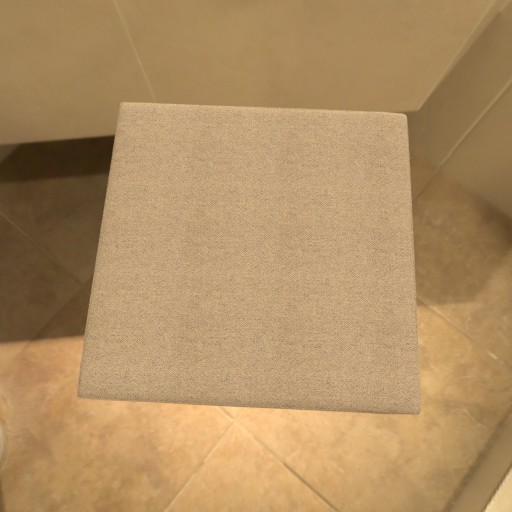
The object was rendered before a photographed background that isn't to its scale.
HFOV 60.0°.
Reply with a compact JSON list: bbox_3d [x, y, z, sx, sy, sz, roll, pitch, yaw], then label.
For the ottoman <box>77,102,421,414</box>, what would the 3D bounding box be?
[{"bbox_3d":[0.000,0.000,1.513,0.982,0.381,0.973,3,75,1],"label":"ottoman"}]
